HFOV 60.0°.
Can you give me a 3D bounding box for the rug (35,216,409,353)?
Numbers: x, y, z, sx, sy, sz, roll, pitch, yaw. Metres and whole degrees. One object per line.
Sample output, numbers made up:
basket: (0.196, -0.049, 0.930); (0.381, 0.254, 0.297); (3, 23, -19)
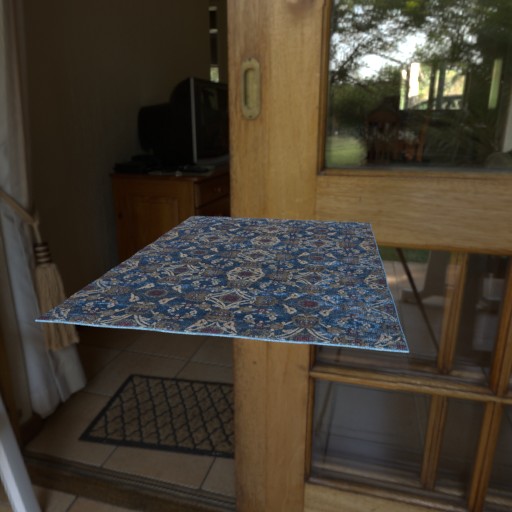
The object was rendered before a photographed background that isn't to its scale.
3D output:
rug: (0.000, 0.000, 2.839); (1.567, 0.014, 2.207); (3, 17, 10)
